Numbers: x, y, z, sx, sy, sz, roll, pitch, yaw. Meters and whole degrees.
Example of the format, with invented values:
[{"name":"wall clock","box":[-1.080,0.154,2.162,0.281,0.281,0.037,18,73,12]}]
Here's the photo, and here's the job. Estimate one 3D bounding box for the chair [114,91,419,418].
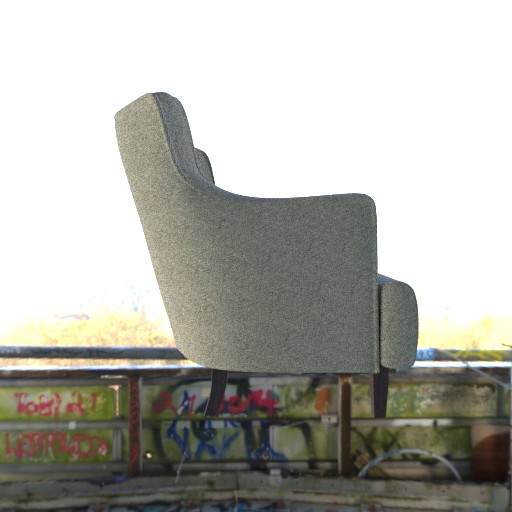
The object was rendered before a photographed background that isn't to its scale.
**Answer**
[{"name":"chair","box":[0.000,0.000,1.613,0.910,0.920,0.820,0,1,0]}]
